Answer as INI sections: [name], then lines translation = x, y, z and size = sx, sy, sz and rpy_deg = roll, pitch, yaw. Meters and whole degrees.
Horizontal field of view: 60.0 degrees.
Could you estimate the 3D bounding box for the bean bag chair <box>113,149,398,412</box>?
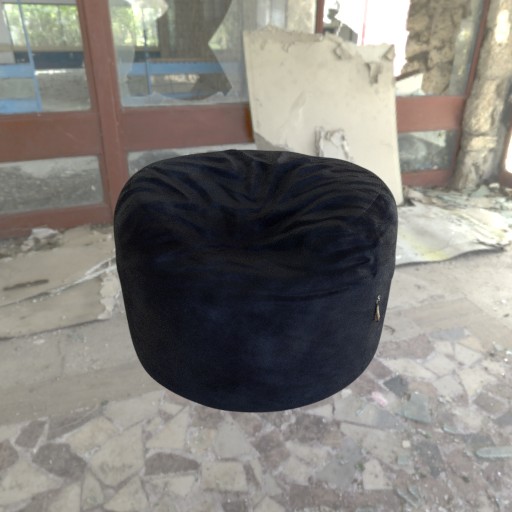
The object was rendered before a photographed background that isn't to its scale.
[bean bag chair]
translation = 0.000, 0.000, 1.534
size = 0.918, 0.616, 0.918
rpy_deg = 0, 26, 0
